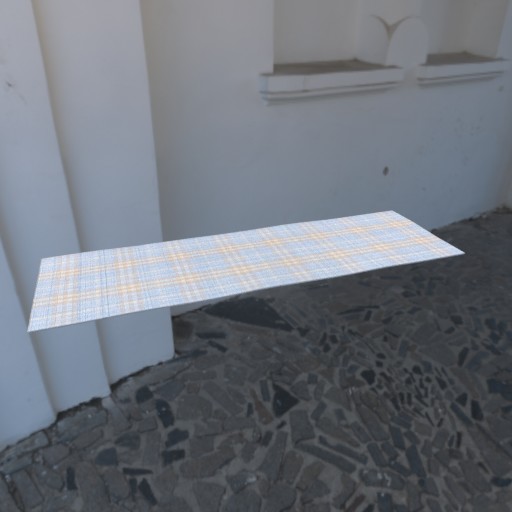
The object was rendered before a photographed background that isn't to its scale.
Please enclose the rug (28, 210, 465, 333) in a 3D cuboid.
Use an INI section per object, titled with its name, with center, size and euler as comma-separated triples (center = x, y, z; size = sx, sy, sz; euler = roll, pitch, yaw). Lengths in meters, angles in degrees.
[rug]
center = 0.000, 0.000, 2.671
size = 2.439, 0.013, 0.762
euler = -9, 28, -17
